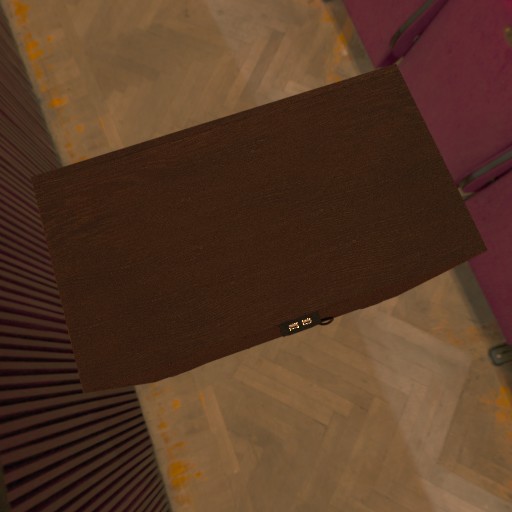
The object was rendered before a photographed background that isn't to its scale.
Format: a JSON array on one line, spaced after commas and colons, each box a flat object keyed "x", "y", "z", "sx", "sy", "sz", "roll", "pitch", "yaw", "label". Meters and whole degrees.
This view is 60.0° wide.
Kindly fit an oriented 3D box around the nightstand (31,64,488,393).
[{"x": 0.000, "y": 0.000, "z": 1.138, "sx": 0.775, "sy": 0.612, "sz": 0.457, "roll": -19, "pitch": 77, "yaw": -5, "label": "nightstand"}]
